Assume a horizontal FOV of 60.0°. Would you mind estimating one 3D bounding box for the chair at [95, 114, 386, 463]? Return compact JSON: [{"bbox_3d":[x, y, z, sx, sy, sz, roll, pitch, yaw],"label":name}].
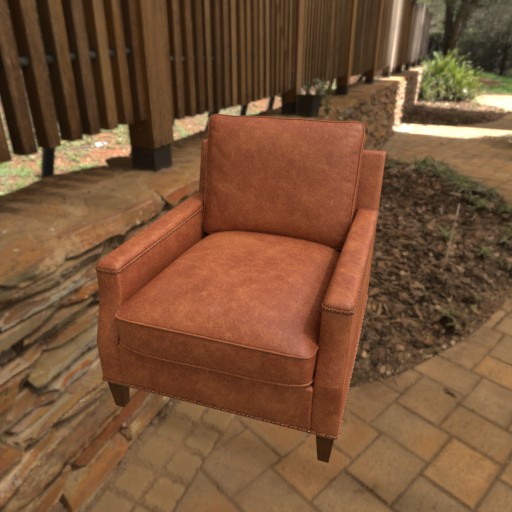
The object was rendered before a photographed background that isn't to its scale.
[{"bbox_3d":[0.000,0.000,1.729,0.853,0.943,1.014,8,27,17],"label":"chair"}]
